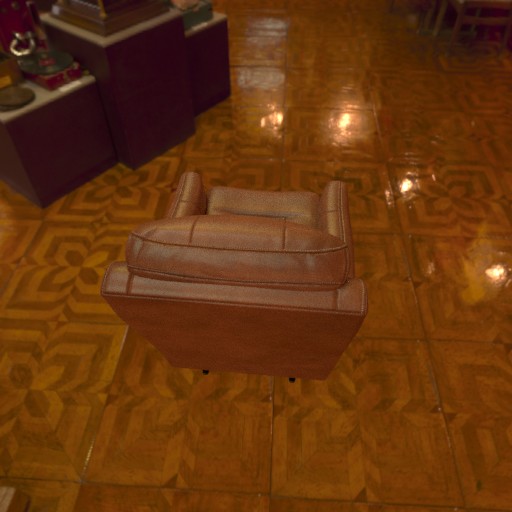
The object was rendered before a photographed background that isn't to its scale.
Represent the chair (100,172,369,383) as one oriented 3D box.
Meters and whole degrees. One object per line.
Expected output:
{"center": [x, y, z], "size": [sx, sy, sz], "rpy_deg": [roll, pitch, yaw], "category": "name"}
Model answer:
{"center": [0.000, 0.000, 1.748], "size": [0.821, 1.016, 1.072], "rpy_deg": [4, 47, 4], "category": "chair"}
